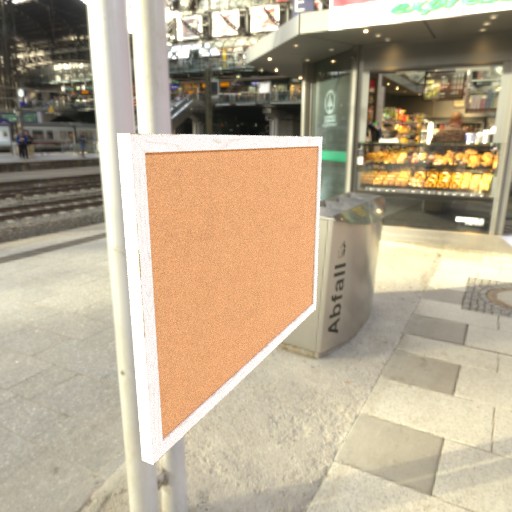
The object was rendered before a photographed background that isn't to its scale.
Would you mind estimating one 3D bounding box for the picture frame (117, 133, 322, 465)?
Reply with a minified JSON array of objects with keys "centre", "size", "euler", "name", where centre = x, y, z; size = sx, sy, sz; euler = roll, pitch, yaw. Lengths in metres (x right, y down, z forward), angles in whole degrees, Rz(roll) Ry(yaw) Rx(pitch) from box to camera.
[{"centre":[0.000,0.000,1.221],"size":[0.029,0.640,0.950],"euler":[7,16,26],"name":"picture frame"}]
